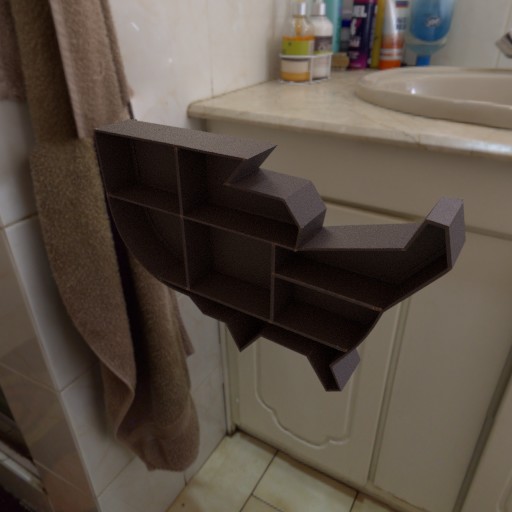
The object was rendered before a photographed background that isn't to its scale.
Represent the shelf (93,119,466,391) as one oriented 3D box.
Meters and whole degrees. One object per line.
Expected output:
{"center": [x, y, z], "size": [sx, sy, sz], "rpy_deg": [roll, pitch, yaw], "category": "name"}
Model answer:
{"center": [0.000, 0.000, 0.897], "size": [0.729, 0.439, 0.112], "rpy_deg": [18, 34, 28], "category": "shelf"}
